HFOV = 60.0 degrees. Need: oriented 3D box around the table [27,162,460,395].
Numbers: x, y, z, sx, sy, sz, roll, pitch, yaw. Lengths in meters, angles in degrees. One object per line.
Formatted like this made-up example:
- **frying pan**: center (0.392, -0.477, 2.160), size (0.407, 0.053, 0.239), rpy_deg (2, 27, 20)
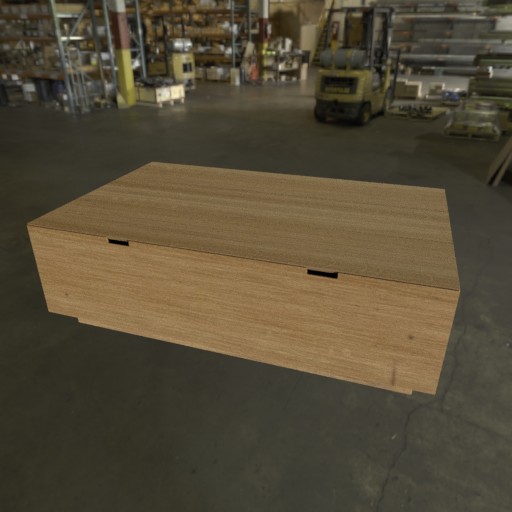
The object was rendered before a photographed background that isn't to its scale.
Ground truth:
- **table**: center (0.000, 0.000, 1.433), size (1.110, 0.353, 0.678), rpy_deg (9, 28, 16)
